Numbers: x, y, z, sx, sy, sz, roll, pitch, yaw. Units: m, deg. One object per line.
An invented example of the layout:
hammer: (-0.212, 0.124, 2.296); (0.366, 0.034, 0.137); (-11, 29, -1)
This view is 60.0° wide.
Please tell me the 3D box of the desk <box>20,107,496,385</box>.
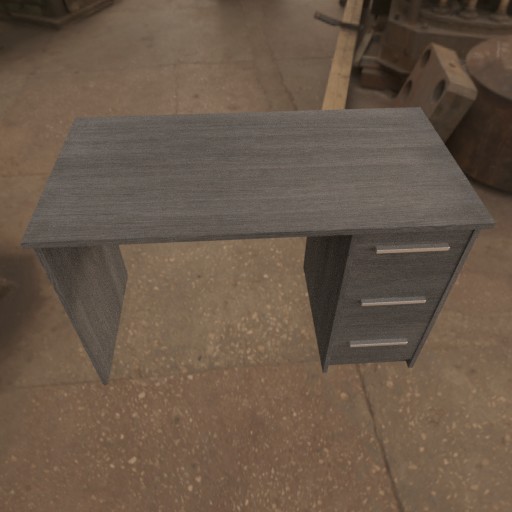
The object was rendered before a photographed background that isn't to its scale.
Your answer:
desk: (0.000, 0.000, 1.477); (1.097, 0.735, 0.560); (-3, 46, -2)
